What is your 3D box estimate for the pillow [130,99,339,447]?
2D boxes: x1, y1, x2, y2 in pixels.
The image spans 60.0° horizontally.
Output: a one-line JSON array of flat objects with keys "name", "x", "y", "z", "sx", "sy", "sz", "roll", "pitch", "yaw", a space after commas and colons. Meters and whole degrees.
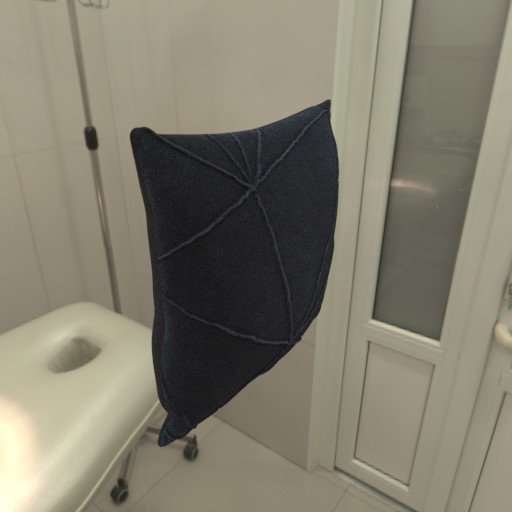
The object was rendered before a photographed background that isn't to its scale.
[{"name": "pillow", "x": 0.000, "y": 0.000, "z": 0.688, "sx": 0.183, "sy": 0.440, "sz": 0.439, "roll": 17, "pitch": 30, "yaw": 32}]
